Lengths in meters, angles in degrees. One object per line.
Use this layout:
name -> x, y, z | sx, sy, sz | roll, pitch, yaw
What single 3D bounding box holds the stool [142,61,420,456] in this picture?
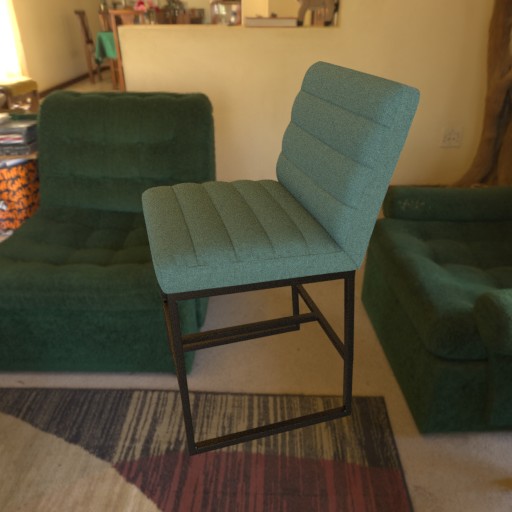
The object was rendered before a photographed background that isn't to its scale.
stool -> 0.000, 0.000, 1.221 | 0.560, 0.940, 0.460 | -8, 31, -14
